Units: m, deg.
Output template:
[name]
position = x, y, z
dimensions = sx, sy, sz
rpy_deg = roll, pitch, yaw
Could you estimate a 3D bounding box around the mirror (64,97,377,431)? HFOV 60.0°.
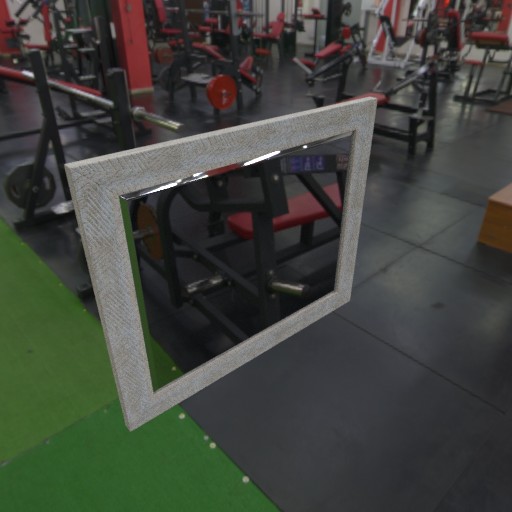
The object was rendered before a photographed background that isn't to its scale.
[mirror]
position = 0.000, 0.000, 1.161
dimensions = 0.839, 0.689, 0.028
rpy_deg = -23, 38, -33
